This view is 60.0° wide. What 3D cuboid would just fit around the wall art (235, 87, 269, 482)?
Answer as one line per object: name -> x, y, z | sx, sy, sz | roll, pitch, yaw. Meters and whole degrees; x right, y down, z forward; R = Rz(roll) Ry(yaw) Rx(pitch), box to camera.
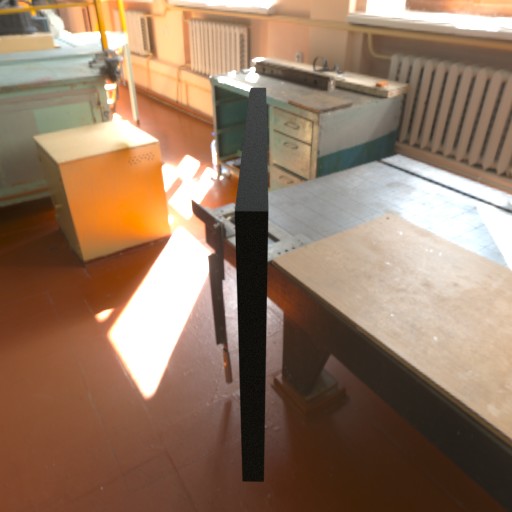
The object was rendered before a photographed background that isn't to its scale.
wall art -> 0.000, 0.000, 0.567 | 0.024, 0.329, 0.404 | 0, 32, 1
